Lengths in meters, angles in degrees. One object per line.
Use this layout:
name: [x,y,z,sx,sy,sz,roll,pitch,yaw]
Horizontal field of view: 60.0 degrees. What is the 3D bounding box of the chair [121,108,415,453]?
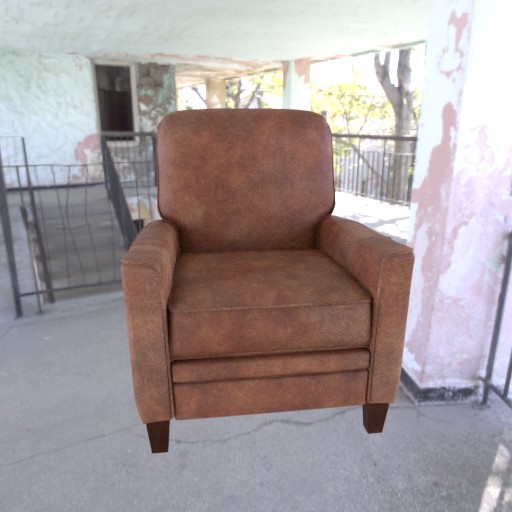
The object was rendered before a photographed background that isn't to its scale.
chair: [0.000,0.000,1.621,0.843,1.043,0.836,-2,17,-7]
